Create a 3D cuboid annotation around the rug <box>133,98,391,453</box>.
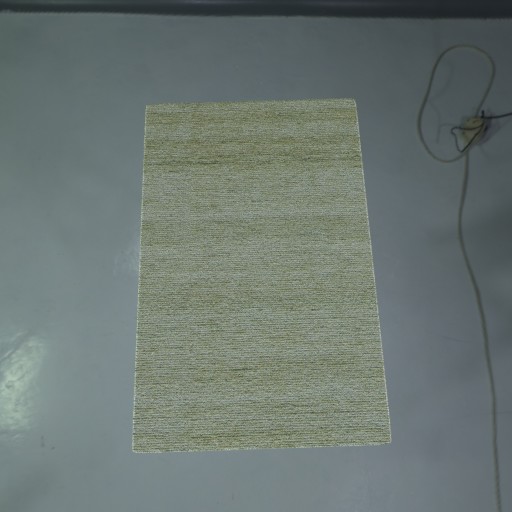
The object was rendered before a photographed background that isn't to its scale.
[{"bbox_3d":[0.000,0.000,2.182,1.143,0.010,1.758,-2,74,0],"label":"rug"}]
